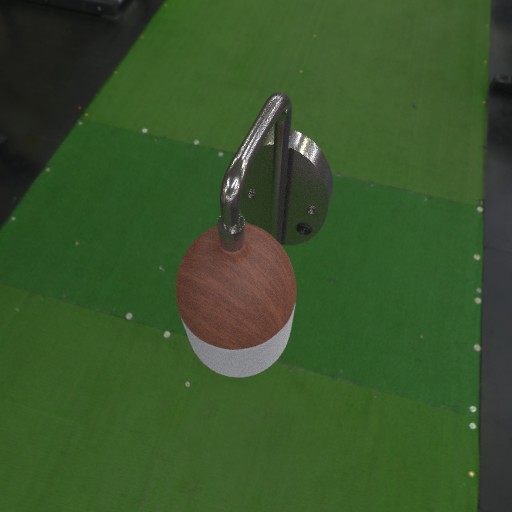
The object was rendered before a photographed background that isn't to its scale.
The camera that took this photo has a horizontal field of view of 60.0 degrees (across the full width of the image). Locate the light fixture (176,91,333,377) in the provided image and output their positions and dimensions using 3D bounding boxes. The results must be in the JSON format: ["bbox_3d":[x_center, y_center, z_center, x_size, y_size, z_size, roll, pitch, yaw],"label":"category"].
[{"bbox_3d":[0.000,0.000,0.442,0.108,0.343,0.216,16,61,9],"label":"light fixture"}]
